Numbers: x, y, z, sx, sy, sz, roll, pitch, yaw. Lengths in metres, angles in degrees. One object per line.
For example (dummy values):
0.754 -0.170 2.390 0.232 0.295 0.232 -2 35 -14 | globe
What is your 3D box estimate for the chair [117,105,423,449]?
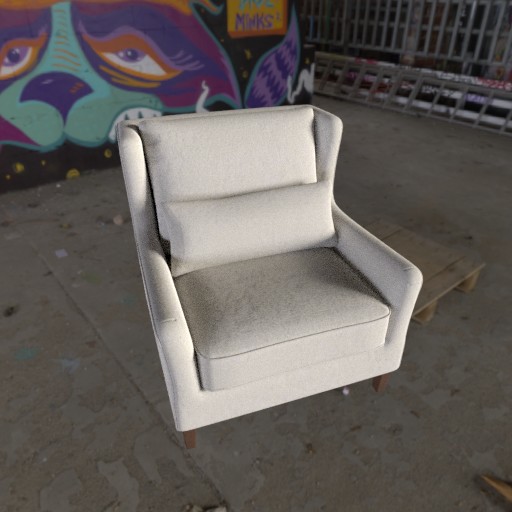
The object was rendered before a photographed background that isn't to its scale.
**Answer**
0.000 0.000 1.915 0.982 1.056 1.040 -10 33 -16 | chair
